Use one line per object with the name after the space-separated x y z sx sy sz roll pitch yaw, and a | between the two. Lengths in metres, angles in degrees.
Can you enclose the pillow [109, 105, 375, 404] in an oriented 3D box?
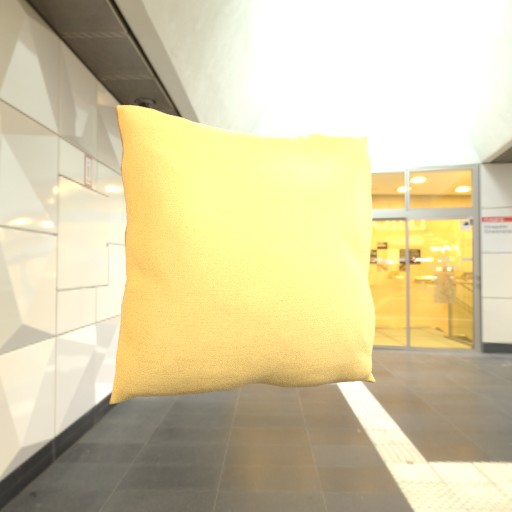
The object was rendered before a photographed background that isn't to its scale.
0.000 0.000 0.722 0.450 0.448 0.245 0 -2 -18 | pillow
